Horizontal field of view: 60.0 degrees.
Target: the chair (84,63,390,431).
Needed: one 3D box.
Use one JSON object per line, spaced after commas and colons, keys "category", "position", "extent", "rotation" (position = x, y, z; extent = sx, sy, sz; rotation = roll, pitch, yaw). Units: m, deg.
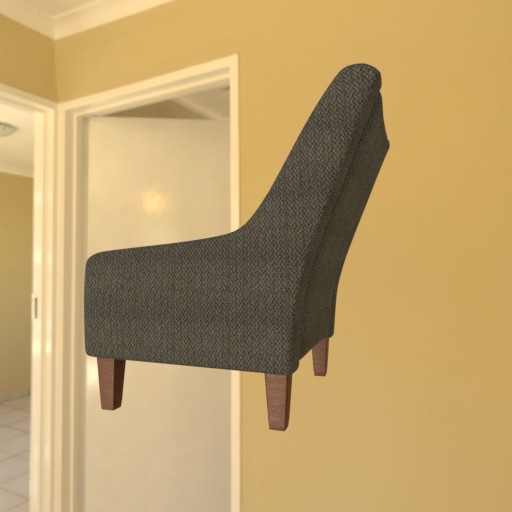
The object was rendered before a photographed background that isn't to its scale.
{"category": "chair", "position": [0.000, 0.000, 1.661], "extent": [0.944, 1.012, 0.793], "rotation": [0, -1, 19]}
